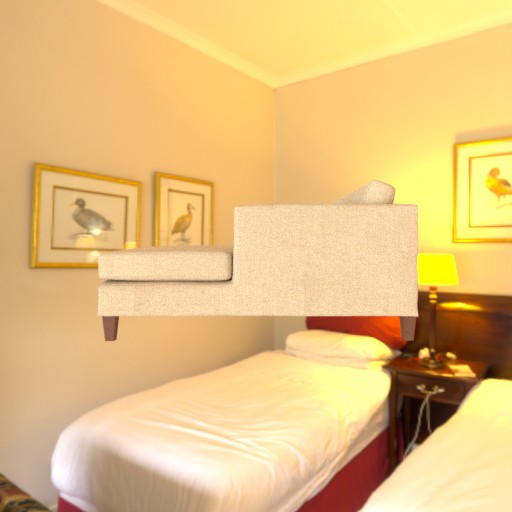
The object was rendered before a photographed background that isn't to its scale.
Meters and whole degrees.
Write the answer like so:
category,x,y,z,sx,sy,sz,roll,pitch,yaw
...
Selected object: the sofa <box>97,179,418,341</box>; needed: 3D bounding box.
category,x,y,z,sx,sy,sz,roll,pitch,yaw
sofa,0.000,0.000,3.782,1.625,0.846,3.186,0,0,0
